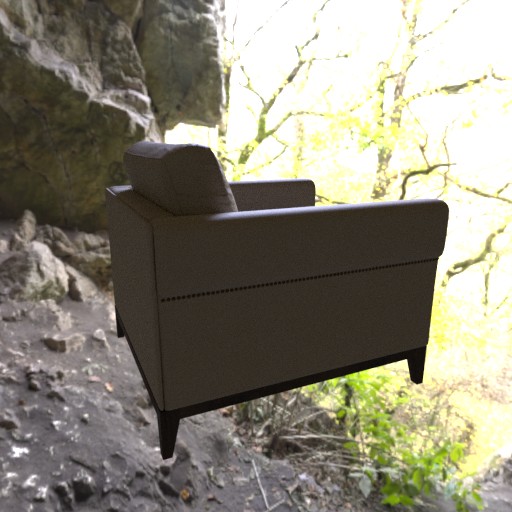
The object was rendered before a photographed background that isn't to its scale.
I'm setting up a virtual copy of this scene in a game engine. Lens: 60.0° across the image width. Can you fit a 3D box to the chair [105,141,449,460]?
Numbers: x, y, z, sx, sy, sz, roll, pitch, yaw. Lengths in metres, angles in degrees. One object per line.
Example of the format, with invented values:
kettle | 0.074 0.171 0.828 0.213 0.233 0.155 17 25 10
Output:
chair | 0.000 0.000 1.675 0.959 0.838 0.914 -7 16 -24
